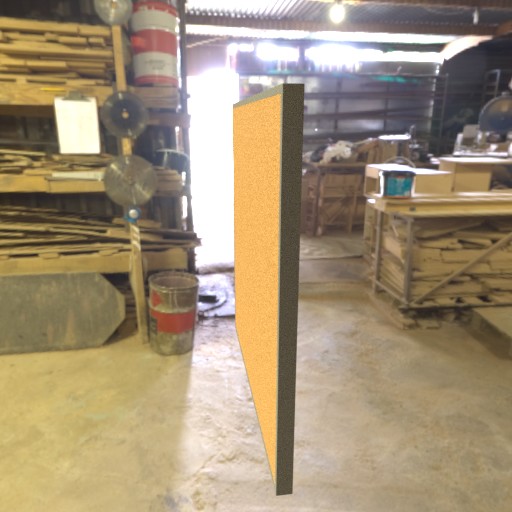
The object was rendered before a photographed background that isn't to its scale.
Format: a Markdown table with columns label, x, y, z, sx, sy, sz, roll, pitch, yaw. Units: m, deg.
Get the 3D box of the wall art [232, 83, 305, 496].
| label | x | y | z | sx | sy | sz | roll | pitch | yaw |
| --- | --- | --- | --- | --- | --- | --- | --- | --- | --- |
| wall art | 0.000 | 0.000 | 1.197 | 0.038 | 0.807 | 0.809 | -2 | 17 | -8 |
